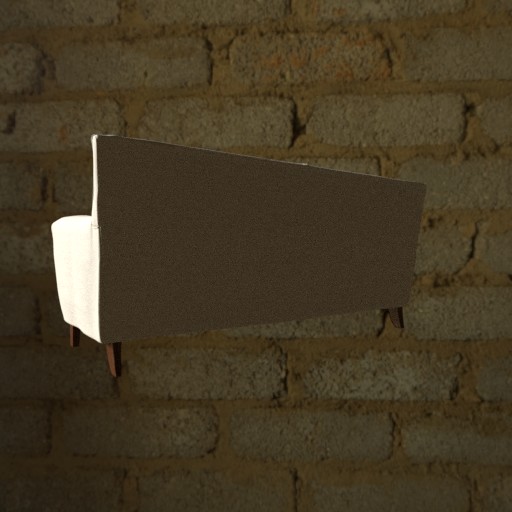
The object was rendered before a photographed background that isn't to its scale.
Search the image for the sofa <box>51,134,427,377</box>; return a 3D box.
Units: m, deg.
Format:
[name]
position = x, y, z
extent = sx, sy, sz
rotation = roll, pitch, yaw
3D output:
[sofa]
position = 0.000, 0.000, 2.478
extent = 2.001, 0.907, 0.841
rotation = -1, 1, -36
